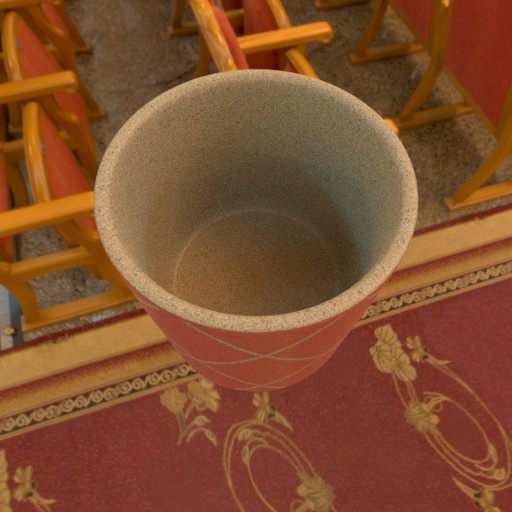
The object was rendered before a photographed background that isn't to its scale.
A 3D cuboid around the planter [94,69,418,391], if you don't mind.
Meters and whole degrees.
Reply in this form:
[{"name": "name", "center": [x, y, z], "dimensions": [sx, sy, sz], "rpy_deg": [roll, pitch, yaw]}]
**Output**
[{"name": "planter", "center": [0.000, 0.000, 0.416], "dimensions": [0.227, 0.235, 0.227], "rpy_deg": [0, 62, 0]}]
